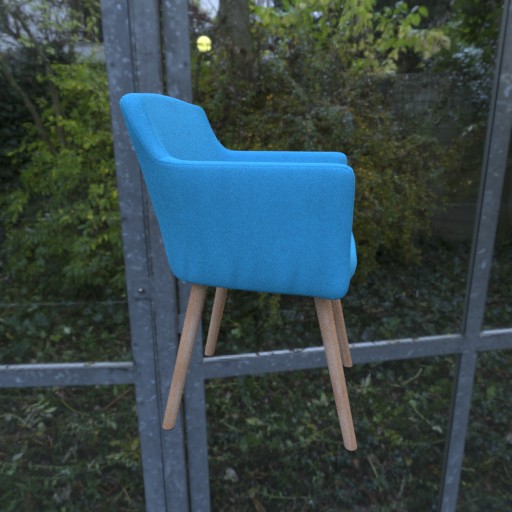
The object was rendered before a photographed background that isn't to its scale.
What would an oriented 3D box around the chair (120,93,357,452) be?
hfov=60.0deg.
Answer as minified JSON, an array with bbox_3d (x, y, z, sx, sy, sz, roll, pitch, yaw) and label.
[{"bbox_3d":[0.000,0.000,1.132,0.540,0.780,0.570,3,16,9],"label":"chair"}]
